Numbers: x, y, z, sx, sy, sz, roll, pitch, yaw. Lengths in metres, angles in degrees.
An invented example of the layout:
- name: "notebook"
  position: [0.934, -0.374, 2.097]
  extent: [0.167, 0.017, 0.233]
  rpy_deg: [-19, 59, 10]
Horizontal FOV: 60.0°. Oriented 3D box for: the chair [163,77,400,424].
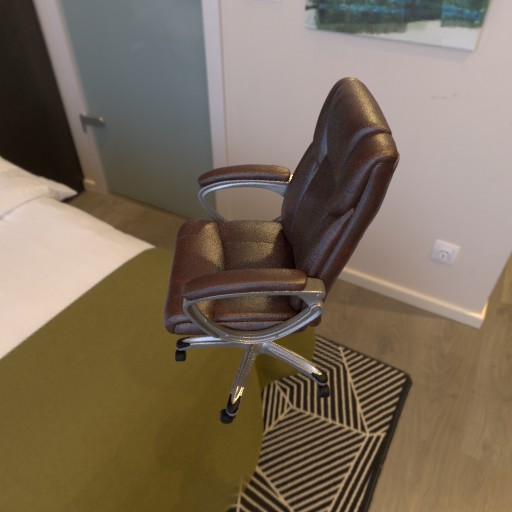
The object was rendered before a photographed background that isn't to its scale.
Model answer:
- name: "chair"
  position: [0.000, 0.000, 1.562]
  extent: [0.692, 1.128, 0.656]
  rpy_deg: [-1, 41, -1]
